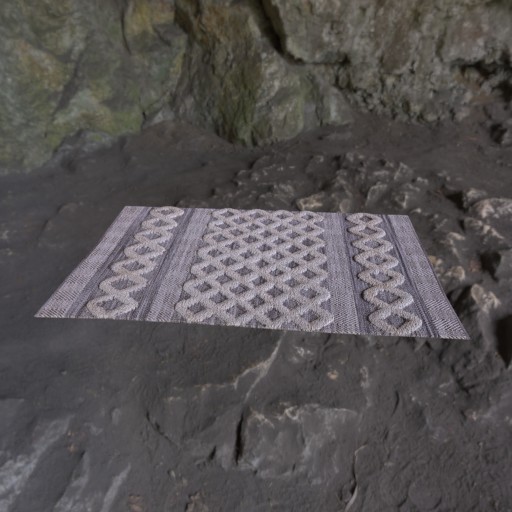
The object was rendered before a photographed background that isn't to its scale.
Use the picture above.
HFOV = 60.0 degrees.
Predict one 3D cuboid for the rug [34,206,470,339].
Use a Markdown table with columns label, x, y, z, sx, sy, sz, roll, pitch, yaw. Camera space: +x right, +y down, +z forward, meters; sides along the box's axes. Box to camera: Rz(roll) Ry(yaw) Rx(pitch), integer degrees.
| label | x | y | z | sx | sy | sz | roll | pitch | yaw |
| --- | --- | --- | --- | --- | --- | --- | --- | --- | --- |
| rug | 0.000 | 0.000 | 2.996 | 2.333 | 0.033 | 1.513 | 2 | 30 | 4 |
